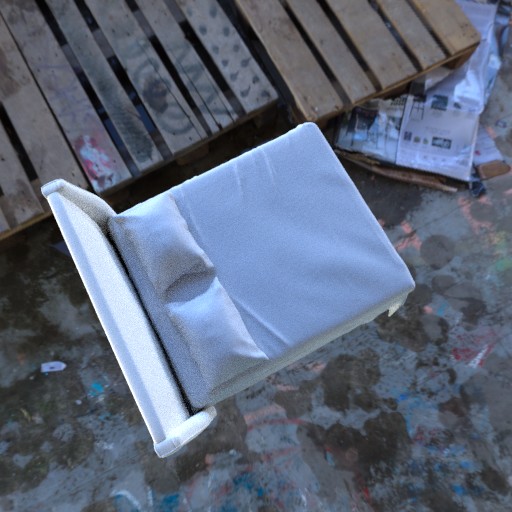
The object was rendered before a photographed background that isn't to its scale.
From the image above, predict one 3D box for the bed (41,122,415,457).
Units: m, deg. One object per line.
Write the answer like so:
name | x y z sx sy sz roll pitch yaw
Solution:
bed | 0.000 0.000 3.498 2.276 1.332 1.925 -27 77 -7
